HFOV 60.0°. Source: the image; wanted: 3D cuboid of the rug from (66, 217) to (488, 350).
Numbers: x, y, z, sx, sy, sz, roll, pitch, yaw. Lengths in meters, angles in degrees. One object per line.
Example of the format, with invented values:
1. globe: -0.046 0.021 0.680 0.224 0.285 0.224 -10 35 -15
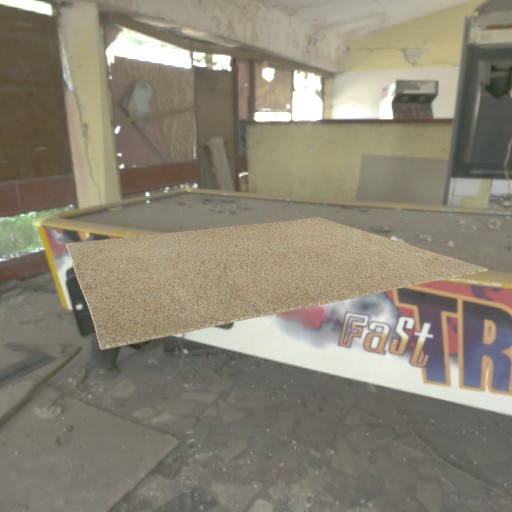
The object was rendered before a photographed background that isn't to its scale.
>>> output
1. rug: 0.000 0.000 3.981 3.000 0.025 2.400 -8 18 -25
